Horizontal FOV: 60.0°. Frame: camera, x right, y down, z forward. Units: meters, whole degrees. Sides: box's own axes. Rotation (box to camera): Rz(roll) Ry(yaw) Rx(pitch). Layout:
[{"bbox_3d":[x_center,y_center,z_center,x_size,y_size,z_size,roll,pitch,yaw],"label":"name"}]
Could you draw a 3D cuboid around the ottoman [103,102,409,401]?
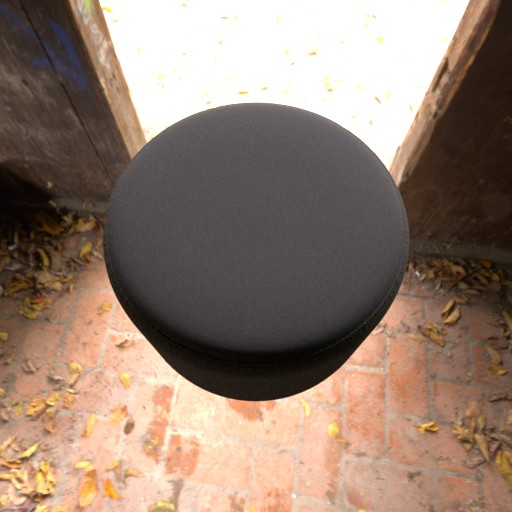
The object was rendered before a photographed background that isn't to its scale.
[{"bbox_3d":[0.000,0.000,1.027,0.608,0.433,0.608,0,65,0],"label":"ottoman"}]
